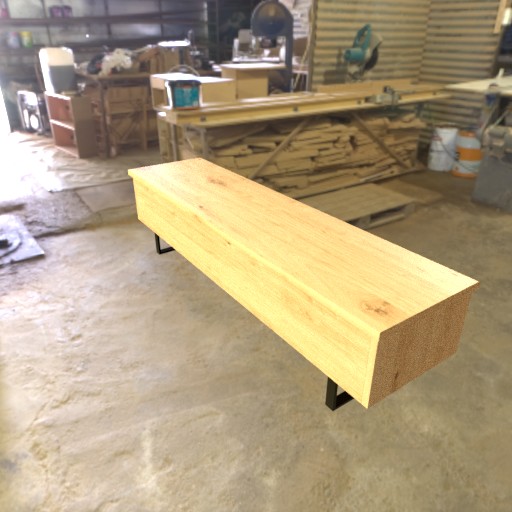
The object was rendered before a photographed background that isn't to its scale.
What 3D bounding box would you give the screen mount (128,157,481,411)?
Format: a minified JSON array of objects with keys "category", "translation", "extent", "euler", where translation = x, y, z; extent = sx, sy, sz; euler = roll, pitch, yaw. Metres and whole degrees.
[{"category":"screen mount","translation":[0.000,0.000,1.912],"extent":[0.450,0.430,1.700],"euler":[-18,32,-31]}]
